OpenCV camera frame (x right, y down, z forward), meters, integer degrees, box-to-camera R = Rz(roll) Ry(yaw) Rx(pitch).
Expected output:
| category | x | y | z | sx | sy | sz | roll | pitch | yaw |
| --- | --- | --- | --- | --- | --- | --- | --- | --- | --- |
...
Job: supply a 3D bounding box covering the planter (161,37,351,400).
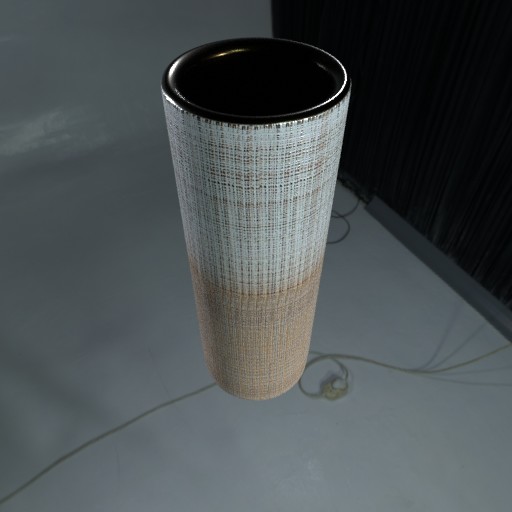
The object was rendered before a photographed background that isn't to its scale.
| category | x | y | z | sx | sy | sz | roll | pitch | yaw |
| --- | --- | --- | --- | --- | --- | --- | --- | --- | --- |
| planter | 0.000 | 0.000 | 0.331 | 0.099 | 0.278 | 0.099 | -25 | 51 | -22 |
